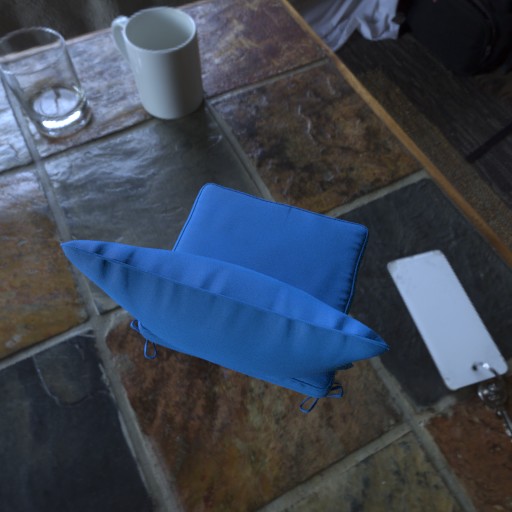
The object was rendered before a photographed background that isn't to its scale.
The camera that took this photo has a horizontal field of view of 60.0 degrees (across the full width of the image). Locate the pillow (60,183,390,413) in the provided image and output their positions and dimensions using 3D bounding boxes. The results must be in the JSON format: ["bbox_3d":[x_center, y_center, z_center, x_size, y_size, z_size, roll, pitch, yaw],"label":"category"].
[{"bbox_3d":[0.000,0.000,1.392,0.798,0.725,0.733,17,64,8],"label":"pillow"}]
